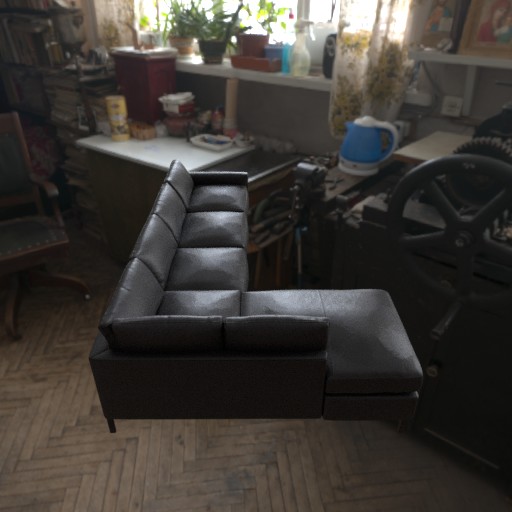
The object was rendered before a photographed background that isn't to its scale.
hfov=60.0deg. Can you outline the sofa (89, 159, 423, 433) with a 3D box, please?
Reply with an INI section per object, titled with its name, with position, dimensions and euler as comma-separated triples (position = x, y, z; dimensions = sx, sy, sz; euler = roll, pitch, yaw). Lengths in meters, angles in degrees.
[sofa]
position = 0.000, 0.000, 3.844
dimensions = 1.938, 0.877, 2.984
euler = 0, 31, 0
